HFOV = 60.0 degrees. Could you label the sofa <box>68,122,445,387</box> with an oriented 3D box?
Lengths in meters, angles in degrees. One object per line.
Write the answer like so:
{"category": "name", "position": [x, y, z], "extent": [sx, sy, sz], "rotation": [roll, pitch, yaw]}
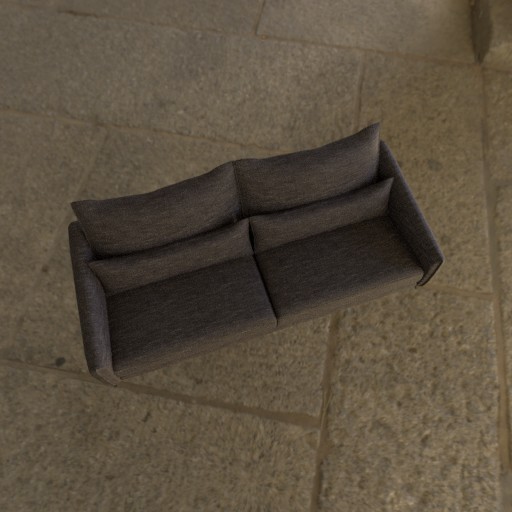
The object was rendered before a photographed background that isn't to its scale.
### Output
{"category": "sofa", "position": [0.000, 0.000, 2.527], "extent": [2.019, 0.843, 0.807], "rotation": [-16, 64, -8]}
